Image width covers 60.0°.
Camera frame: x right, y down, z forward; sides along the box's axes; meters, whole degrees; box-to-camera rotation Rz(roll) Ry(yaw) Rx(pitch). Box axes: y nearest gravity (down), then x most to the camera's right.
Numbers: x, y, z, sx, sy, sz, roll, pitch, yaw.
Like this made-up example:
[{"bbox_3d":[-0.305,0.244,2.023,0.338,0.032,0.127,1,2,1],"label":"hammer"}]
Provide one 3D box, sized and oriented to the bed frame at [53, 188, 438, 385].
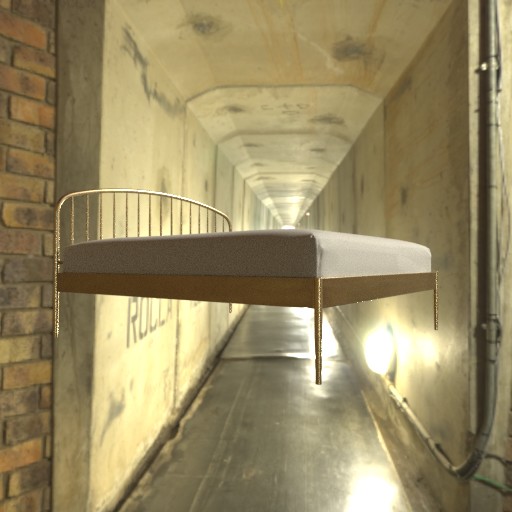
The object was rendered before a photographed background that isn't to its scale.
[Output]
[{"bbox_3d":[0.000,0.000,3.372,2.152,1.174,2.016,-1,-1,36],"label":"bed frame"}]
